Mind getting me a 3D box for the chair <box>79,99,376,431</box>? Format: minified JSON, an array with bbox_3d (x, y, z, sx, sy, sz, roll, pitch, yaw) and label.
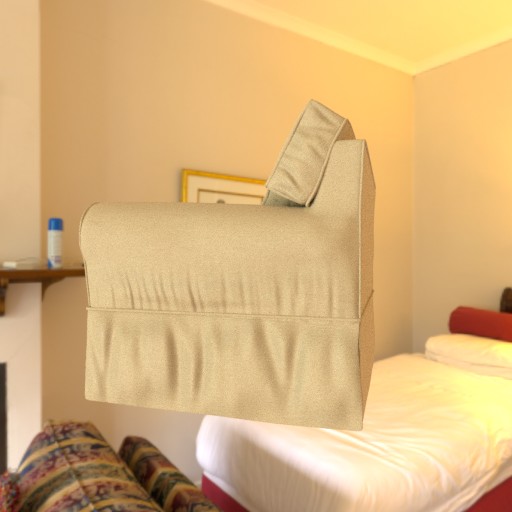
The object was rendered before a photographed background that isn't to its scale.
[{"bbox_3d":[0.000,0.000,1.776,0.903,0.937,1.096,0,0,17],"label":"chair"}]
